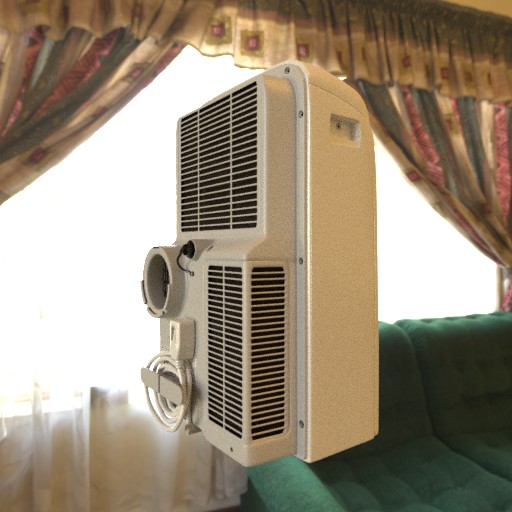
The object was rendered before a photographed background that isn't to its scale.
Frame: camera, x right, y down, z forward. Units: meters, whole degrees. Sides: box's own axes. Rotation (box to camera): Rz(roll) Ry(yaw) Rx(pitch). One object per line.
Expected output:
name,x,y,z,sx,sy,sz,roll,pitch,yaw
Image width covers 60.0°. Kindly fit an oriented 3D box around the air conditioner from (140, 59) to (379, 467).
air conditioner,0.000,0.000,1.017,0.414,0.786,0.449,-1,1,-36
